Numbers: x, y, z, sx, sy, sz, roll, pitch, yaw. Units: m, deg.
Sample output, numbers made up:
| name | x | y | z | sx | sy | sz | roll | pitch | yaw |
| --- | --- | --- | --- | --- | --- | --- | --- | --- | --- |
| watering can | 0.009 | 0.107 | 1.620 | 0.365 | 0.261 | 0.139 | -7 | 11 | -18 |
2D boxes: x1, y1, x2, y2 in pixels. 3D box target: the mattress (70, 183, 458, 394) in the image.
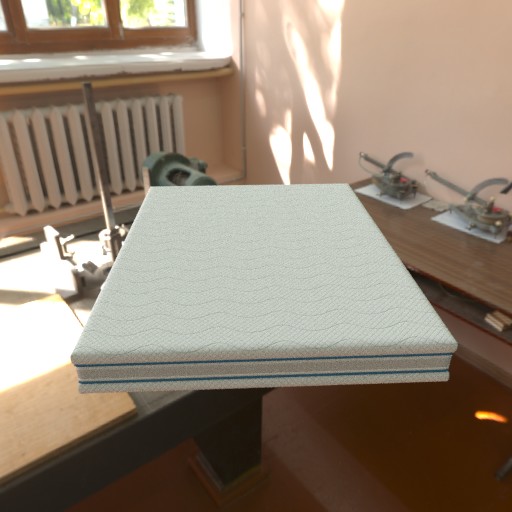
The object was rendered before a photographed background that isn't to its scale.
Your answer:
| name | x | y | z | sx | sy | sz | roll | pitch | yaw |
| --- | --- | --- | --- | --- | --- | --- | --- | --- | --- |
| mattress | 0.000 | 0.000 | 2.738 | 1.600 | 0.230 | 2.000 | -1 | 29 | -2 |
